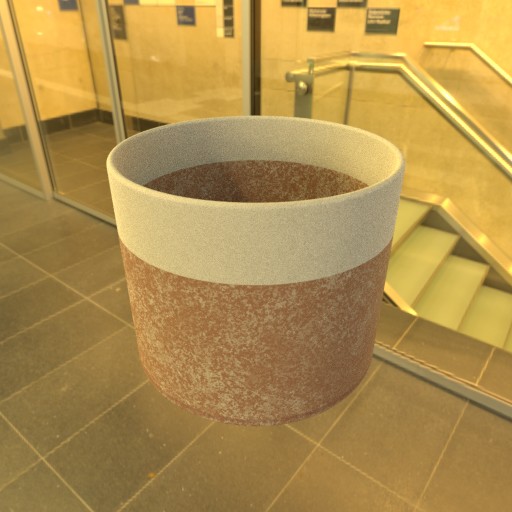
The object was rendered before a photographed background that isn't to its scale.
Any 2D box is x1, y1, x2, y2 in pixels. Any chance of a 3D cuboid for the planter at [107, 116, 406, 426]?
[{"bbox_3d":[0.000,0.000,0.278,0.159,0.138,0.159,0,30,0],"label":"planter"}]
